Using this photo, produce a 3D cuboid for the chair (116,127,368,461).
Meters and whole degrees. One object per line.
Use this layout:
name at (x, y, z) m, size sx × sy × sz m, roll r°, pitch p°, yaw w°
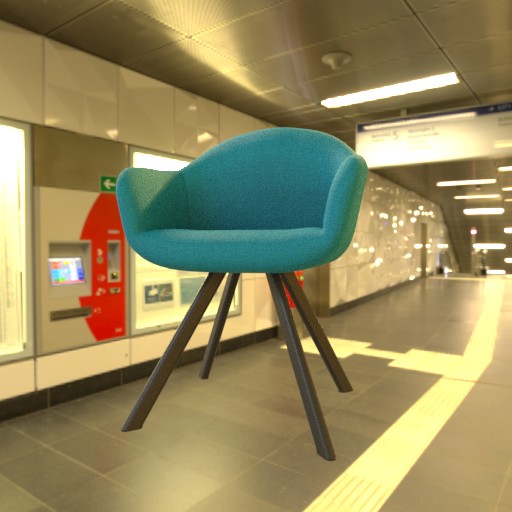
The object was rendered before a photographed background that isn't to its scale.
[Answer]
chair at (0.000, 0.000, 1.199) m, size 0.590 × 0.795 × 0.550 m, roll 0°, pitch 2°, yaw 17°
